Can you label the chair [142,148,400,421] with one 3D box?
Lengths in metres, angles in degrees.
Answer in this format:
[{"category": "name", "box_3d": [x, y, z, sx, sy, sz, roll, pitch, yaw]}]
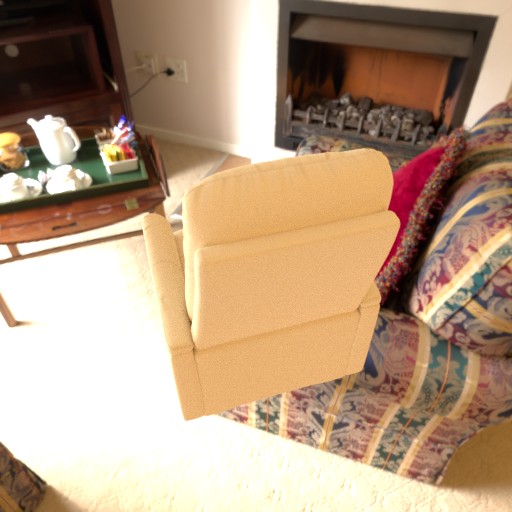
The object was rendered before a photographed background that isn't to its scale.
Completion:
[{"category": "chair", "box_3d": [0.000, 0.000, 1.655, 0.775, 1.082, 0.831, -12, 43, -13]}]
